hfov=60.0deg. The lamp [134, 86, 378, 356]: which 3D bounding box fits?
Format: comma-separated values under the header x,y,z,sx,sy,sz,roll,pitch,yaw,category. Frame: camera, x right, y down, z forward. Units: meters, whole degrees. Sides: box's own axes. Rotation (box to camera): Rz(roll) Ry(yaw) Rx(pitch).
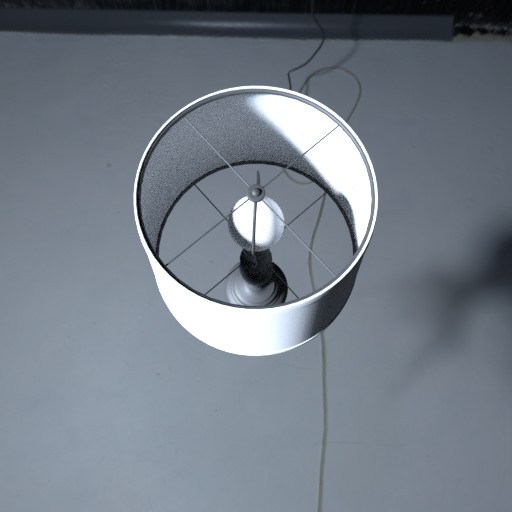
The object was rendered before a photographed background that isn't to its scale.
x,y,z,sx,sy,sz,roll,pitch,yaw,category
0.000,0.000,0.699,0.310,0.501,0.310,0,74,0,lamp
